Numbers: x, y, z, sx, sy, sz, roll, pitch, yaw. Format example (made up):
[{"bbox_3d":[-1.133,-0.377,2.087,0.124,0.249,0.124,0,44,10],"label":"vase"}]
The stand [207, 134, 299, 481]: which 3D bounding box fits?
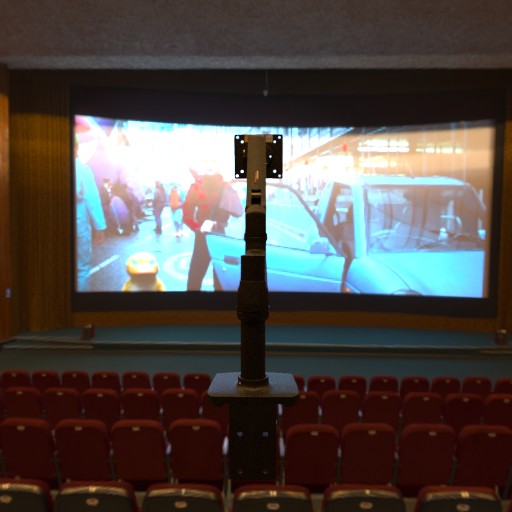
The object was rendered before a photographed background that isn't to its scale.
[{"bbox_3d":[0.000,0.000,1.026,0.152,0.713,0.650,0,2,1],"label":"stand"}]
